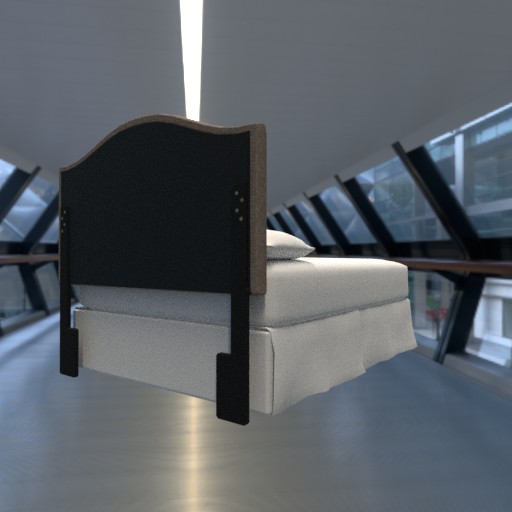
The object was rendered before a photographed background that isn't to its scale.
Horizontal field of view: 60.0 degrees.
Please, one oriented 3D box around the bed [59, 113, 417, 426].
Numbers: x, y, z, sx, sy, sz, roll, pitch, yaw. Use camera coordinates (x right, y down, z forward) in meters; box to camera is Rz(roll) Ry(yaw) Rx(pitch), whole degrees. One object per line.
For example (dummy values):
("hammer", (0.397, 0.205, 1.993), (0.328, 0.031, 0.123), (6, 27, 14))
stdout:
("bed", (0.000, 0.000, 3.257), (1.713, 1.518, 2.153), (0, -1, 37))
